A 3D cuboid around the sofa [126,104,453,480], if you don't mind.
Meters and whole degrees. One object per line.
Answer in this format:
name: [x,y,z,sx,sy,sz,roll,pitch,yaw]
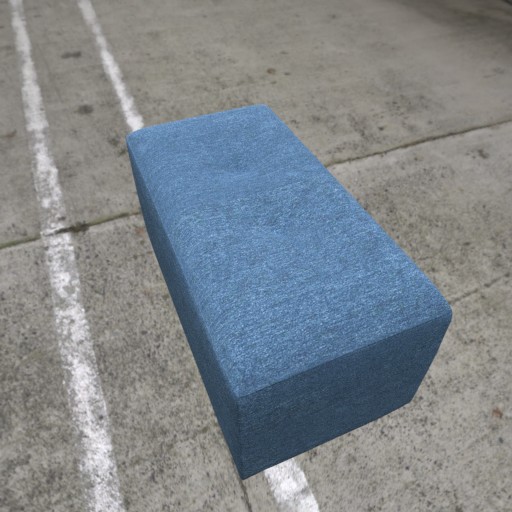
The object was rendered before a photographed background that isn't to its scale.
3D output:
sofa: [0.000,0.000,1.214,0.480,0.470,0.930,-17,48,-16]
